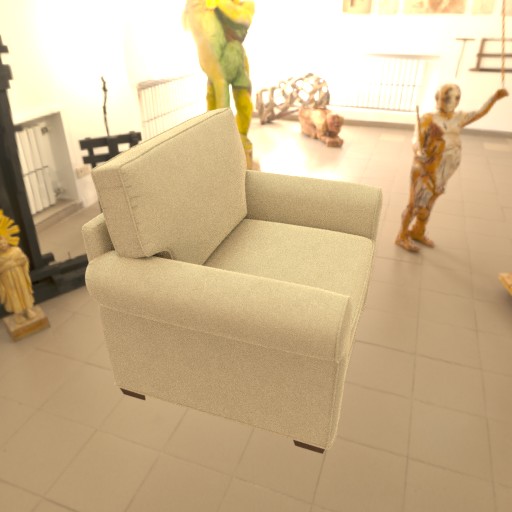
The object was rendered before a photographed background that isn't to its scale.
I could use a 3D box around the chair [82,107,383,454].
[{"bbox_3d":[0.000,0.000,1.743,0.863,0.955,1.040,10,32,17],"label":"chair"}]
